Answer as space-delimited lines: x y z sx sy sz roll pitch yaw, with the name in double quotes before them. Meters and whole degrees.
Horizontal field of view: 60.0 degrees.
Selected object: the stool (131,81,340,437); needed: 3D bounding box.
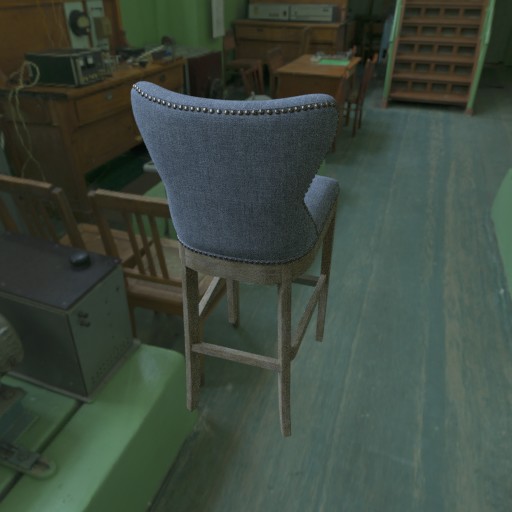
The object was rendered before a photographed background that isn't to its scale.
"stool" 0.000 0.000 1.436 0.494 1.123 0.606 10 34 15
